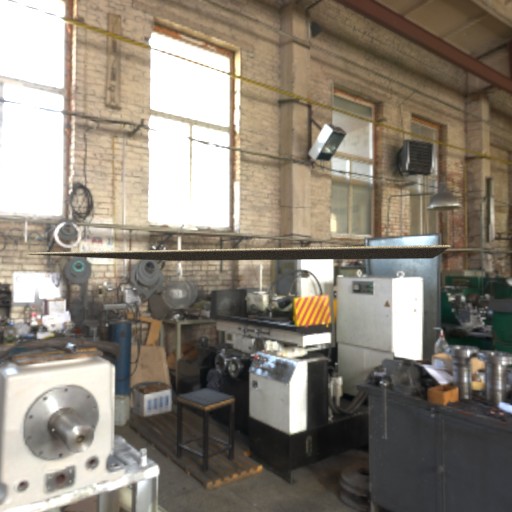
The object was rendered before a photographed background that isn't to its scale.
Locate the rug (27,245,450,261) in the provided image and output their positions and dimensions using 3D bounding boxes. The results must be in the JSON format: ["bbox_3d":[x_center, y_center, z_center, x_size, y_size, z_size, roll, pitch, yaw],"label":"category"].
[{"bbox_3d":[0.000,0.000,5.122,3.935,0.025,2.782,-1,-2,20],"label":"rug"}]
